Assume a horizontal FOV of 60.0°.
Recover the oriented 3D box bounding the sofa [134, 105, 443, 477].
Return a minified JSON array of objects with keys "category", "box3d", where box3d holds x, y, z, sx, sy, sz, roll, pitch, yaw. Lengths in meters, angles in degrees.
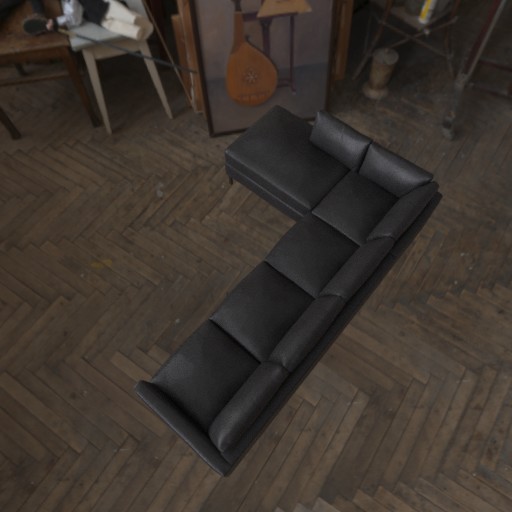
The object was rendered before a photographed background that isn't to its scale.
[{"category":"sofa","box3d":[0.000,0.000,3.912,1.938,0.877,2.984,37,69,17]}]
